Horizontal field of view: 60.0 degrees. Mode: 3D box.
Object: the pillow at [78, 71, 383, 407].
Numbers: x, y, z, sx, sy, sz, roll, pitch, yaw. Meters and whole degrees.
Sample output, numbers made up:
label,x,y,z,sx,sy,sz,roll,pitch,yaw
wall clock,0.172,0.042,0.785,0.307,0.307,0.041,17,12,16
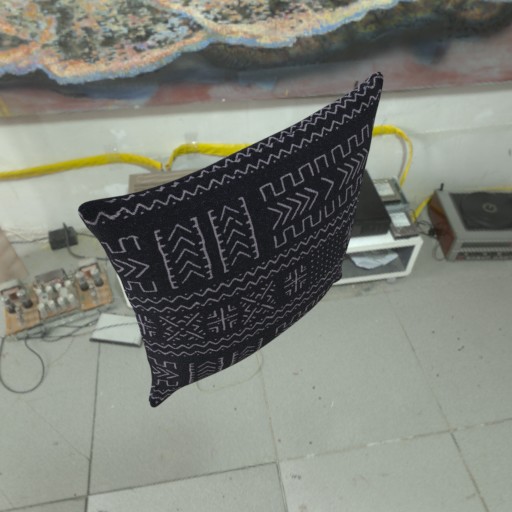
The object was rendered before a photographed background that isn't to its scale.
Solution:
label,x,y,z,sx,sy,sz,roll,pitch,yaw
pillow,0.000,0.000,0.655,0.438,0.430,0.164,-31,55,-25
